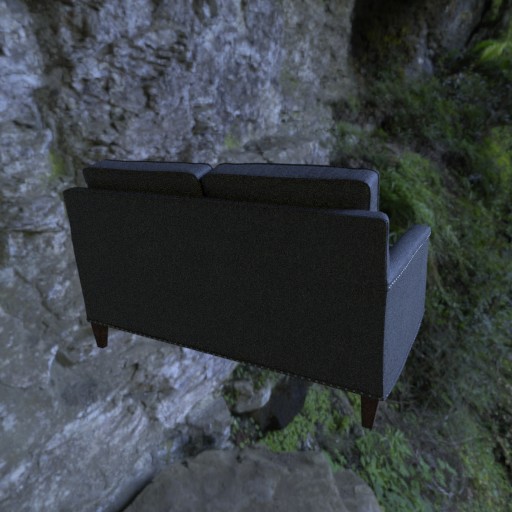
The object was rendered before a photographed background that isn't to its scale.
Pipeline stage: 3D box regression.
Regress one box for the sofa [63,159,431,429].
[{"bbox_3d":[0.000,0.000,2.289,1.597,1.003,1.084,8,18,26],"label":"sofa"}]
